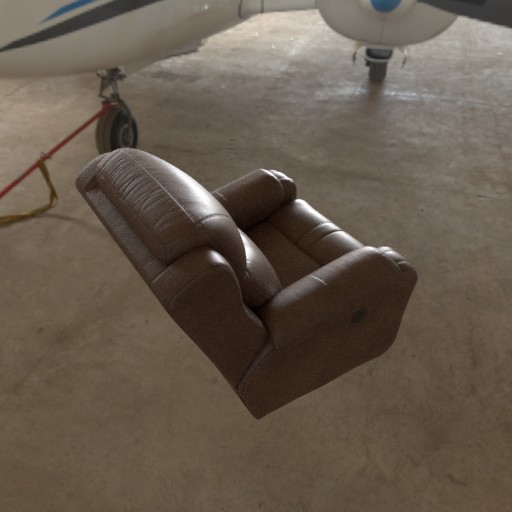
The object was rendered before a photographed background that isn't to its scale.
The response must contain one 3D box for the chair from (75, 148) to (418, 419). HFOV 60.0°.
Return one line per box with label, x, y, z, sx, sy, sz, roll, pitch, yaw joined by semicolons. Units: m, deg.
chair;0.000;0.000;1.813;1.067;0.990;0.940;-25;46;-26
